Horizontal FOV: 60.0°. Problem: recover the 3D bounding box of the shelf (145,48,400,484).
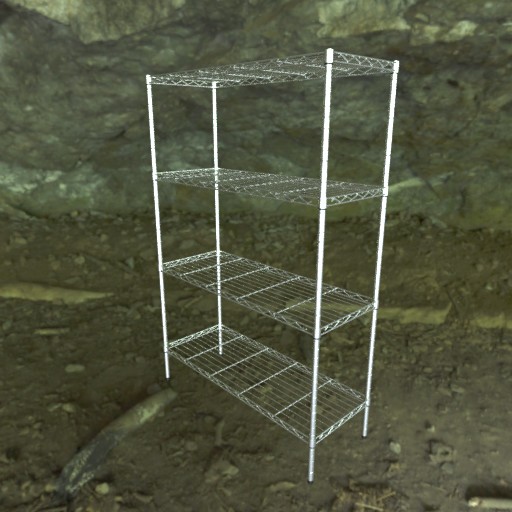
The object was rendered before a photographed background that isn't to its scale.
[{"bbox_3d":[0.000,0.000,1.737,0.352,1.360,0.907,-15,22,-41],"label":"shelf"}]
